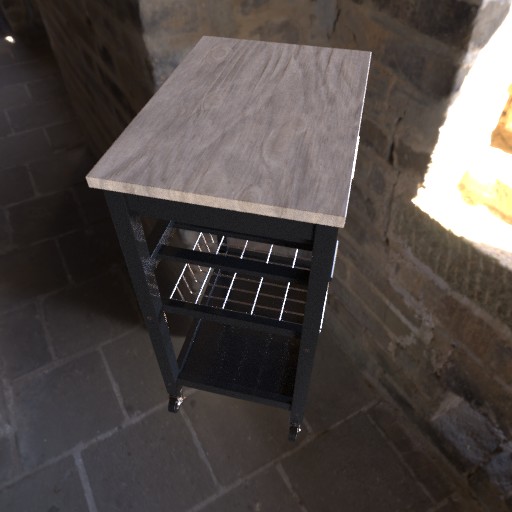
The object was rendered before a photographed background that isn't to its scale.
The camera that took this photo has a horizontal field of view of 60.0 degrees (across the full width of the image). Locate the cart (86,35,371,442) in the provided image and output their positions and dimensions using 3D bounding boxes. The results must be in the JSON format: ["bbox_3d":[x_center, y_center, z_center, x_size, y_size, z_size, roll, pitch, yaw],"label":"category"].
[{"bbox_3d":[0.000,0.000,1.141,0.403,0.839,0.584,10,48,9],"label":"cart"}]
